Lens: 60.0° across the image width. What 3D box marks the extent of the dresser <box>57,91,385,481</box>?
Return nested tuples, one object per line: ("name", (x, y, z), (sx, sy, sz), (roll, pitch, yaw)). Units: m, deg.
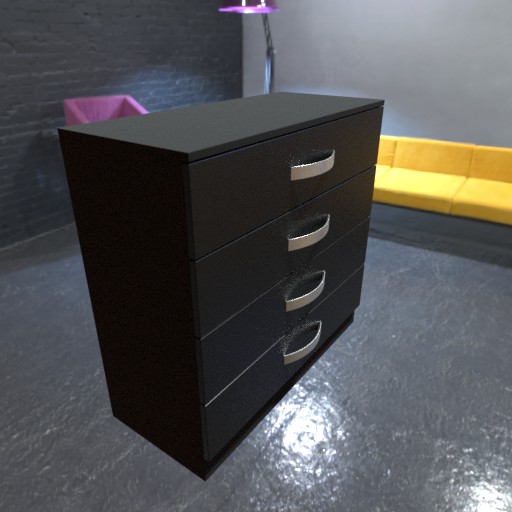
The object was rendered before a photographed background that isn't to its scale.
("dresser", (0.000, 0.000, 1.151), (0.360, 0.720, 0.750), (18, 31, 32))
